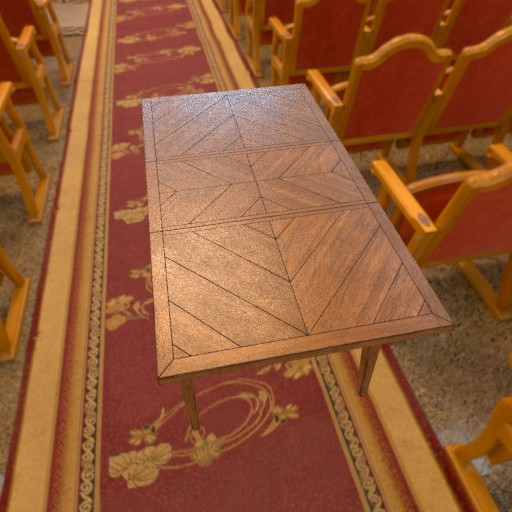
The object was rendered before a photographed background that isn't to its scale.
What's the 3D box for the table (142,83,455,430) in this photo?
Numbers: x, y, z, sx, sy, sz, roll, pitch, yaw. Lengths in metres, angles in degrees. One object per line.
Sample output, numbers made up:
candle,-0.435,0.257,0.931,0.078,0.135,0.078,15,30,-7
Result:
table,0.000,0.000,1.833,0.757,0.760,1.400,-8,47,-8
